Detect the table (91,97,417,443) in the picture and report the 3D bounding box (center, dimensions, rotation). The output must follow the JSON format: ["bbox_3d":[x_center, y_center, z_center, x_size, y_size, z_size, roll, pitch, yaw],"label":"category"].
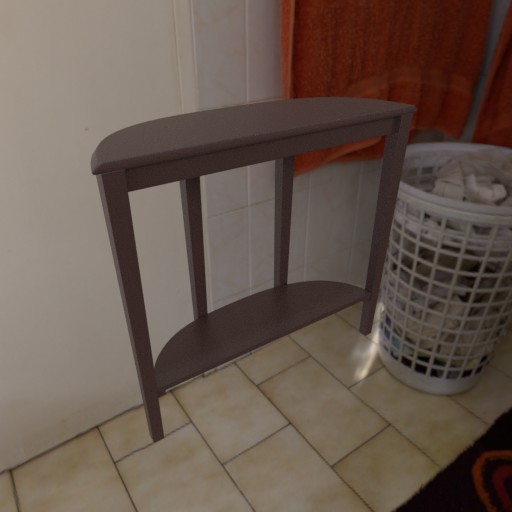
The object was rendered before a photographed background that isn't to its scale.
[{"bbox_3d":[0.000,0.000,1.343,0.909,0.831,0.274,-19,36,-28],"label":"table"}]
